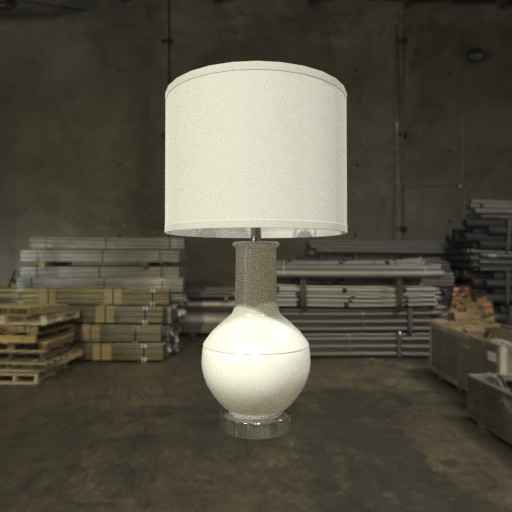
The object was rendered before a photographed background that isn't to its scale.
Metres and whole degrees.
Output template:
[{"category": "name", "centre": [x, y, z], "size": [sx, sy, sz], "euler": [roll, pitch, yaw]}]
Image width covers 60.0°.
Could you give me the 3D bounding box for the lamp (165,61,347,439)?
[{"category": "lamp", "centre": [0.000, 0.000, 0.884], "size": [0.357, 0.673, 0.357], "euler": [0, 0, 0]}]
